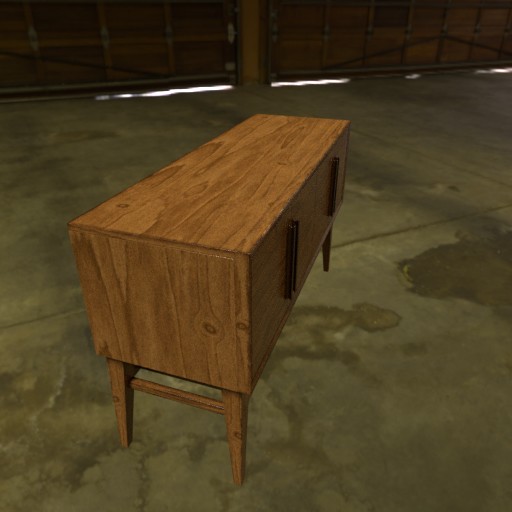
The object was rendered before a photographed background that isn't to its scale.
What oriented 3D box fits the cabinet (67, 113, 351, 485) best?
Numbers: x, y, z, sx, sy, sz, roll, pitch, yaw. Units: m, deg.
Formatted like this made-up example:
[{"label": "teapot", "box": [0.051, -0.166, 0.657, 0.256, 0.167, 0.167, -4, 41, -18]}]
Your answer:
[{"label": "cabinet", "box": [0.000, 0.000, 1.742, 0.477, 0.802, 1.363, 10, 30, 17]}]
